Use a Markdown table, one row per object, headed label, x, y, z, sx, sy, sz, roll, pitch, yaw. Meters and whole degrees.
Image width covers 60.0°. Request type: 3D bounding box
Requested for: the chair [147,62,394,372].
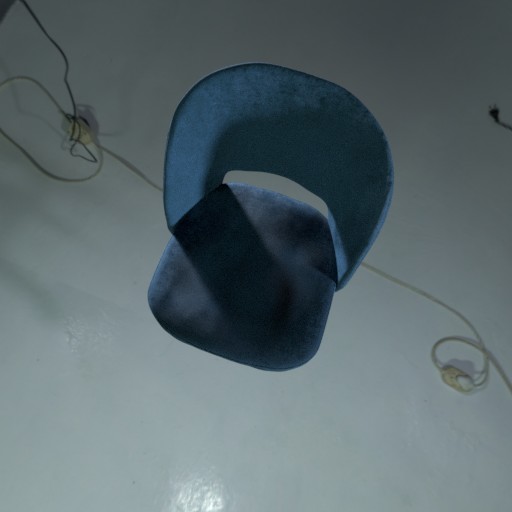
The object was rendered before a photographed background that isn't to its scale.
| label | x | y | z | sx | sy | sz | roll | pitch | yaw |
| --- | --- | --- | --- | --- | --- | --- | --- | --- | --- |
| chair | 0.000 | 0.000 | 1.226 | 0.527 | 0.860 | 0.577 | 19 | 77 | 4 |
